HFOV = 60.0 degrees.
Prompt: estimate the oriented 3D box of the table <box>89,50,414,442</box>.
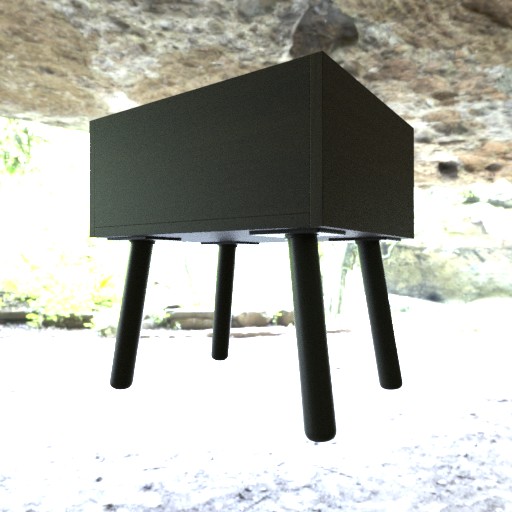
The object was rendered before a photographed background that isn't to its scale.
[{"bbox_3d":[0.000,0.000,0.791,0.450,0.470,0.370,0,-1,35],"label":"table"}]
